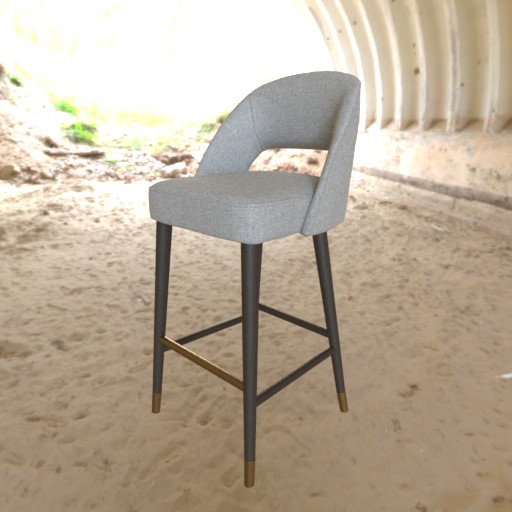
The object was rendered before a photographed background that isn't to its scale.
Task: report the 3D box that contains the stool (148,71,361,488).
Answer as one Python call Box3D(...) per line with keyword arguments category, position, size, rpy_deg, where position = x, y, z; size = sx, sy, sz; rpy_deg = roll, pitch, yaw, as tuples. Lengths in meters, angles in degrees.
Box3D(category="stool", position=(0.000, 0.000, 1.297), size=(0.494, 1.037, 0.509), rpy_deg=(16, 23, 42))
